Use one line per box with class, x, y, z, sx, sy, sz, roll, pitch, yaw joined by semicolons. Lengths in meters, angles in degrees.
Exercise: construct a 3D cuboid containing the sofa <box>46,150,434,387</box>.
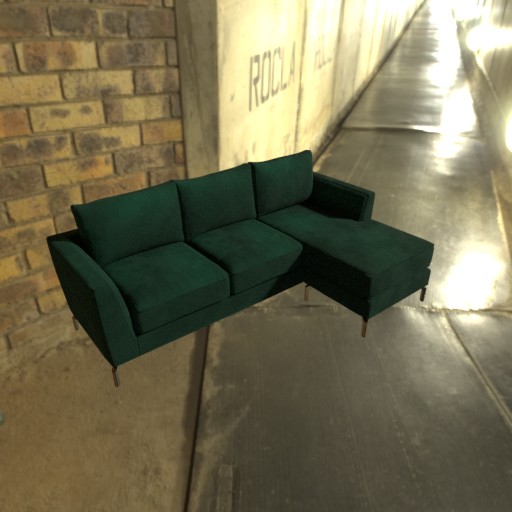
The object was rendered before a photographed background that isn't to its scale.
sofa;0.000;0.000;3.241;2.441;1.007;1.489;-21;35;-33
